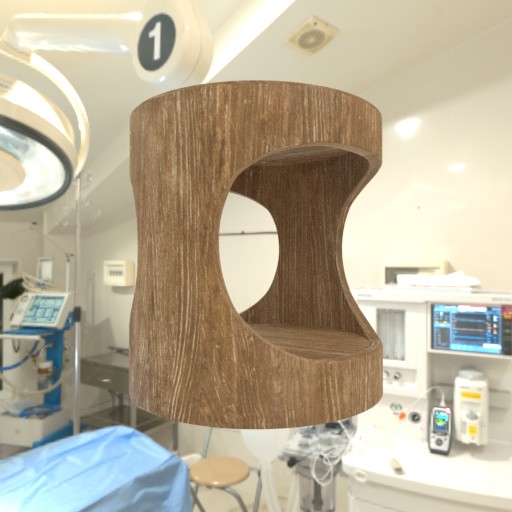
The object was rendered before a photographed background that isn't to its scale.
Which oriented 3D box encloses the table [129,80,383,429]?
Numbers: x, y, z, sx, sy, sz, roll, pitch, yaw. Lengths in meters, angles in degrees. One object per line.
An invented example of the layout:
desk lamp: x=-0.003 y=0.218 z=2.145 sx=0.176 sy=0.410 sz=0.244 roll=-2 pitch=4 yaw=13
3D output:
table: x=0.000 y=0.000 z=0.960 sx=0.527 sy=0.551 sz=0.527 roll=0 pitch=-1 yaw=0
